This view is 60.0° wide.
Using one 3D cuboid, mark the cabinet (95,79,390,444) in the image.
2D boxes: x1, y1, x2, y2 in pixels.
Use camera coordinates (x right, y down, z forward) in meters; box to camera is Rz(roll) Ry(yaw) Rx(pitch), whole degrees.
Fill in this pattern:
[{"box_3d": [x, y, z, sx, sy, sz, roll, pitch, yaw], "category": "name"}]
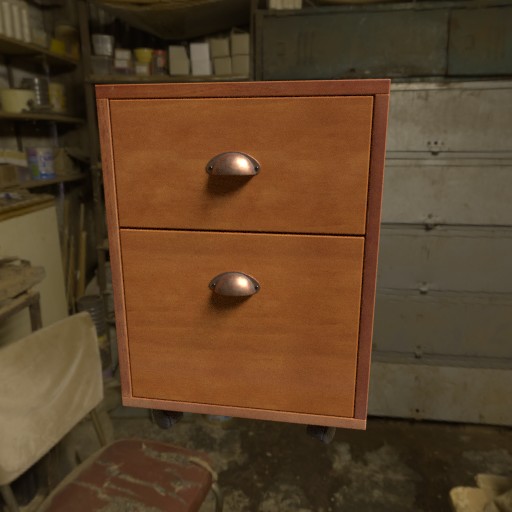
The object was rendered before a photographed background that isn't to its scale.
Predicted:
[{"box_3d": [0.000, 0.000, 0.844, 0.409, 0.579, 0.401, 2, 15, 9], "category": "cabinet"}]
